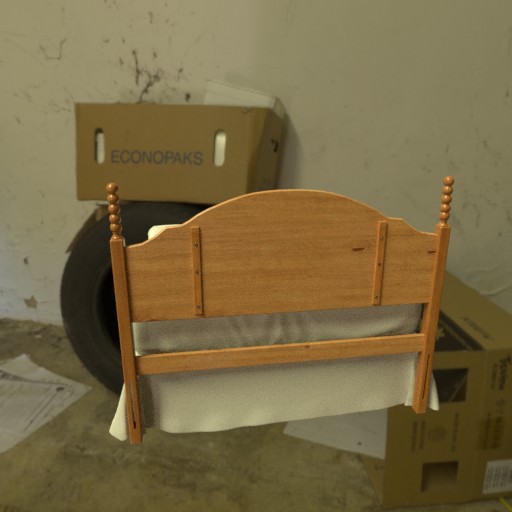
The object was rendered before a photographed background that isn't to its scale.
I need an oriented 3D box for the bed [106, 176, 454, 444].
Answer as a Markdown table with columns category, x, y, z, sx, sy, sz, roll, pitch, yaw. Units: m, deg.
| category | x | y | z | sx | sy | sz | roll | pitch | yaw |
| --- | --- | --- | --- | --- | --- | --- | --- | --- | --- |
| bed | 0.000 | 0.000 | 3.183 | 1.873 | 1.356 | 2.040 | -3 | 18 | -9 |
